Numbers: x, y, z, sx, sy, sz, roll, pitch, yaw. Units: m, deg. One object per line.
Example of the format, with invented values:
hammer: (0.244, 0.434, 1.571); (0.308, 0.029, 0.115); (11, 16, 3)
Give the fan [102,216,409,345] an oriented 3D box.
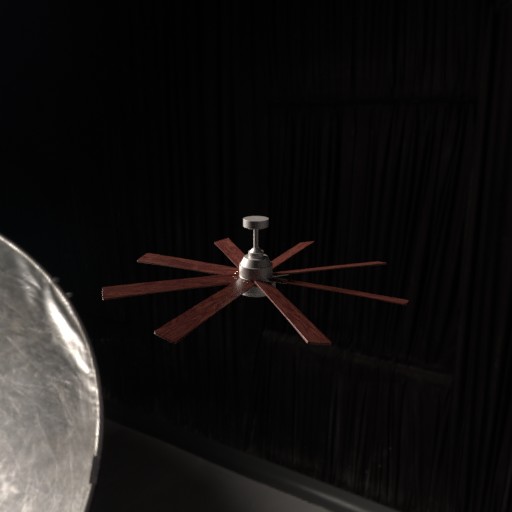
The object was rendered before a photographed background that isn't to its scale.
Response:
fan: (0.000, 0.000, 2.740); (1.830, 0.472, 1.830); (8, 19, 26)
